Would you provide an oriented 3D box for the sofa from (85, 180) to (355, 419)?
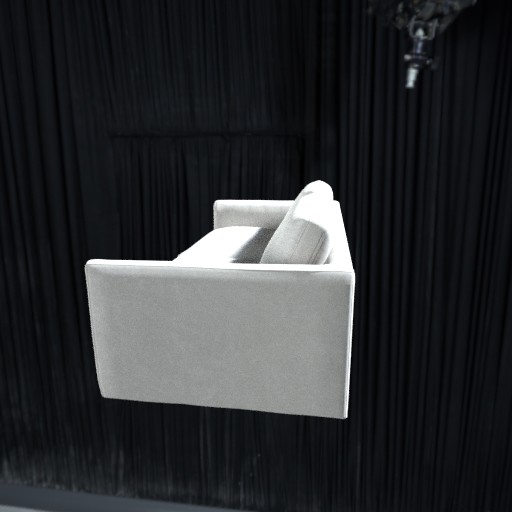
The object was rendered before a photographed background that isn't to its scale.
[{"bbox_3d":[0.000,0.000,2.838,1.090,0.838,2.588,2,14,9],"label":"sofa"}]
